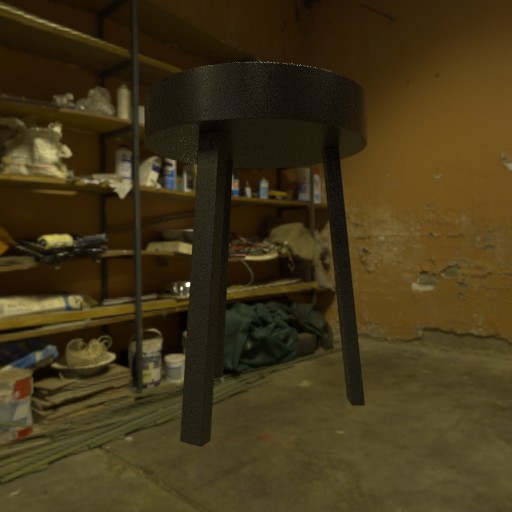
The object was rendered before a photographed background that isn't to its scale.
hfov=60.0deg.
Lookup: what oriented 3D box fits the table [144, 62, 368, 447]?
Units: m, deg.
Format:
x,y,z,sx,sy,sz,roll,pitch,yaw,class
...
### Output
x,y,z,sx,sy,sz,roll,pitch,yaw,class
0.000,0.000,0.838,0.406,0.559,0.406,0,1,0,table
